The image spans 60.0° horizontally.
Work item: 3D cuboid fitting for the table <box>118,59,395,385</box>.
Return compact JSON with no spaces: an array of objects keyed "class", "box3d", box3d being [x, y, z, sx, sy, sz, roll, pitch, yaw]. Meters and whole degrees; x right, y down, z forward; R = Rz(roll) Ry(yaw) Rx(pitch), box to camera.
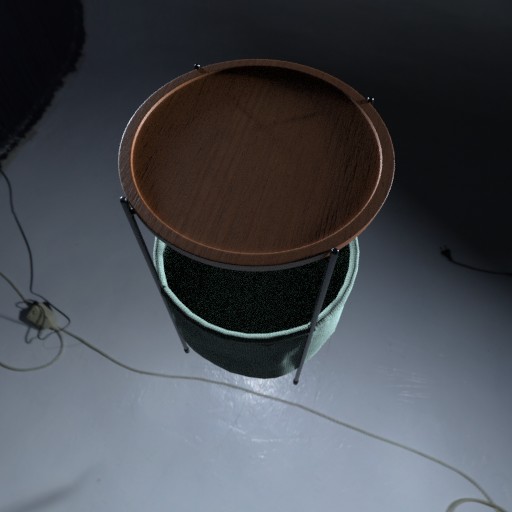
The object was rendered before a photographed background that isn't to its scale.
[{"class":"table","box3d":[0.000,0.000,0.892,0.400,0.623,0.400,14,61,8]}]
